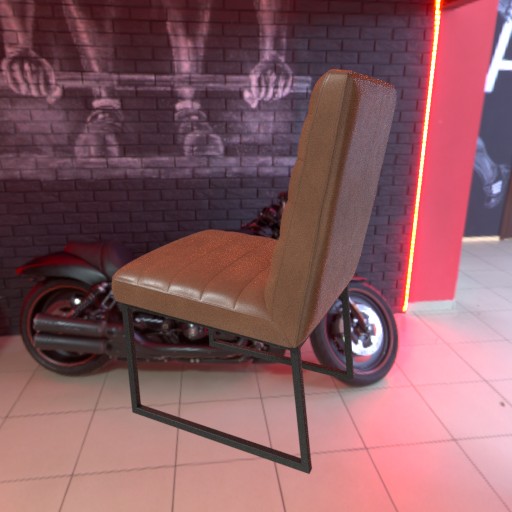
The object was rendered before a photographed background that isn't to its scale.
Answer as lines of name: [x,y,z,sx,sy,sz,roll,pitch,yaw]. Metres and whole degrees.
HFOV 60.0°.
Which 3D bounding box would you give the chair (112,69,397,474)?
chair: [0.000,0.000,1.257,0.634,0.930,0.520,8,20,24]
